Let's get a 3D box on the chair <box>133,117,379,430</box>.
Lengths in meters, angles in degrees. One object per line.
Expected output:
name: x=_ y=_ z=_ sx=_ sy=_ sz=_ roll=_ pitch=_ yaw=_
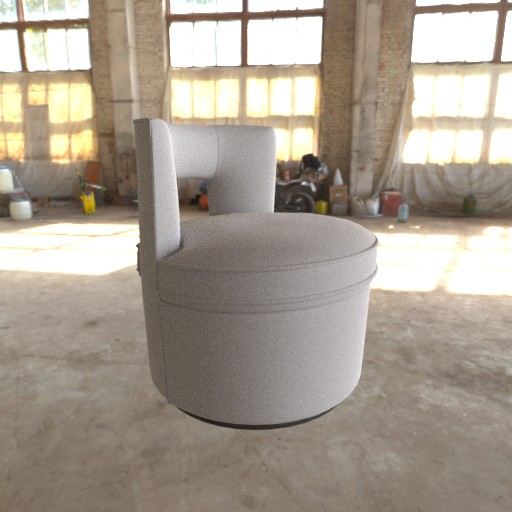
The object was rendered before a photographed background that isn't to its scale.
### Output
chair: x=0.000 y=0.000 z=1.235 sx=0.665 sy=0.723 sz=0.650 roll=7 pitch=16 yaw=27
